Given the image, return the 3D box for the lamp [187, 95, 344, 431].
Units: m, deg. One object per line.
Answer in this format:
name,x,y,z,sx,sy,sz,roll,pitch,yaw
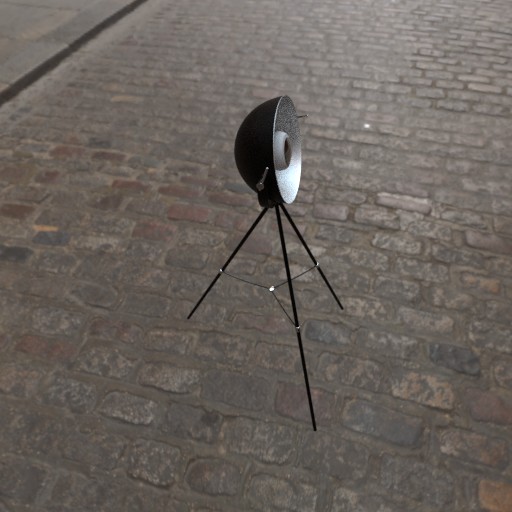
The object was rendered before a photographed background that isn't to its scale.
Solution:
lamp,0.000,0.000,2.043,0.920,1.512,0.817,11,47,10
